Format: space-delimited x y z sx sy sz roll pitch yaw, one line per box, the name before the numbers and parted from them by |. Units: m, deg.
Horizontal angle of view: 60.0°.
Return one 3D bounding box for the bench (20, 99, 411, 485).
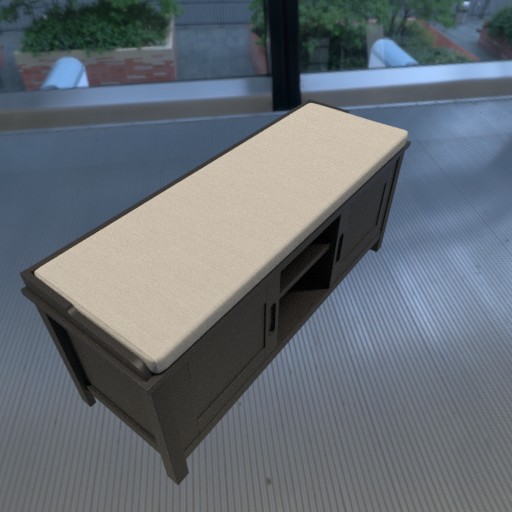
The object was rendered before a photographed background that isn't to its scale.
bench | 0.000 0.000 1.330 0.398 0.501 1.140 27 49 27
